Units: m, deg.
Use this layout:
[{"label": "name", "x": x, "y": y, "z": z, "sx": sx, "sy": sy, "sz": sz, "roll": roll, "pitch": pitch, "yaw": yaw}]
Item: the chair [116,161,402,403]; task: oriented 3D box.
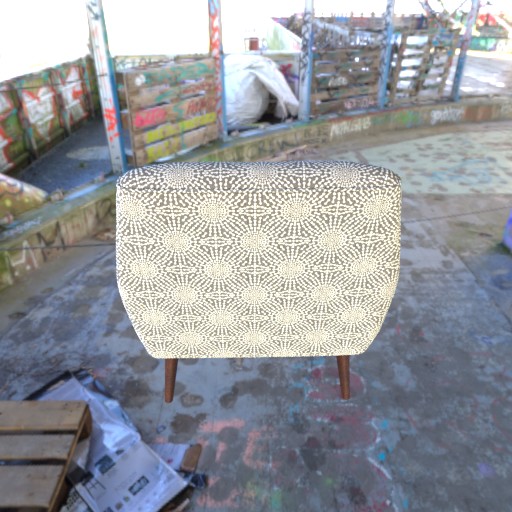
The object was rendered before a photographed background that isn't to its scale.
[{"label": "chair", "x": 0.000, "y": 0.000, "z": 1.475, "sx": 0.762, "sy": 0.838, "sz": 0.787, "roll": -1, "pitch": 29, "yaw": -1}]
